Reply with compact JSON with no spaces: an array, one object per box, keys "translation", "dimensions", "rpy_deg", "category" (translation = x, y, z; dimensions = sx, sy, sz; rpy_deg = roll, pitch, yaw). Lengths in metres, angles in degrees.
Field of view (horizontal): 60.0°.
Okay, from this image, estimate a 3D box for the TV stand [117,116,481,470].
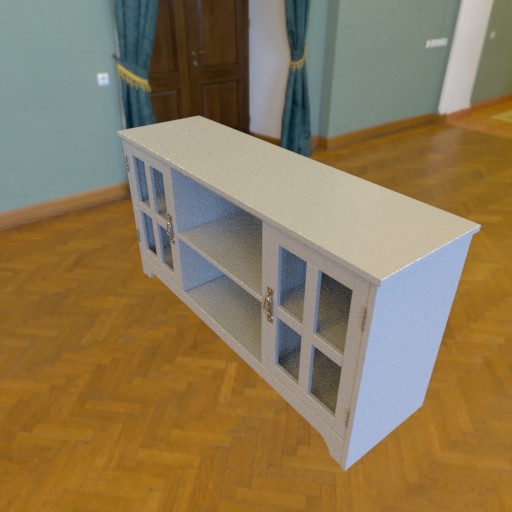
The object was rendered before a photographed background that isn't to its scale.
[{"translation":[0.000,0.000,1.433],"dimensions":[0.344,0.603,1.167],"rpy_deg":[-23,38,-32],"category":"TV stand"}]
